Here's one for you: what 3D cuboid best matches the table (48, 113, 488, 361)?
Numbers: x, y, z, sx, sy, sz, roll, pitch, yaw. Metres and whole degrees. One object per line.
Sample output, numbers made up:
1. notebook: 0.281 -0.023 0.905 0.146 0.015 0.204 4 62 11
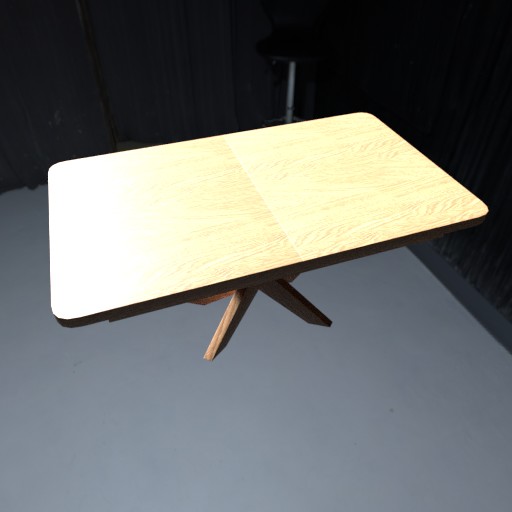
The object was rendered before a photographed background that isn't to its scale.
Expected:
1. table: 0.000 0.000 2.076 1.600 0.770 0.950 -14 44 -14
